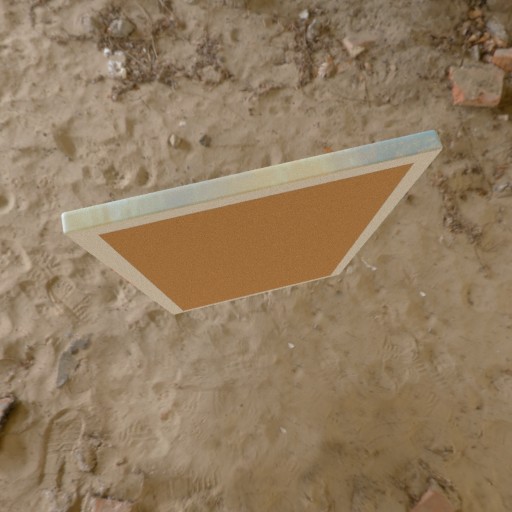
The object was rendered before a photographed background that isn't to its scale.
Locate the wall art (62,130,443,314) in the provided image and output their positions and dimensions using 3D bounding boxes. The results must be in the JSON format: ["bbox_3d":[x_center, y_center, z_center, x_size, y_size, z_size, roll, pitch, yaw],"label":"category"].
[{"bbox_3d":[0.000,0.000,1.130,0.605,0.915,0.037,-13,75,-4],"label":"wall art"}]
